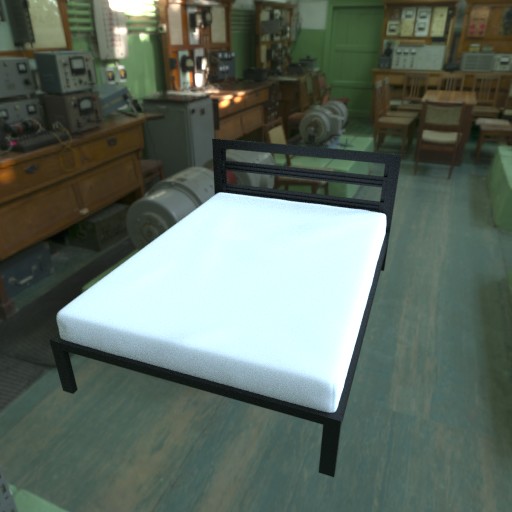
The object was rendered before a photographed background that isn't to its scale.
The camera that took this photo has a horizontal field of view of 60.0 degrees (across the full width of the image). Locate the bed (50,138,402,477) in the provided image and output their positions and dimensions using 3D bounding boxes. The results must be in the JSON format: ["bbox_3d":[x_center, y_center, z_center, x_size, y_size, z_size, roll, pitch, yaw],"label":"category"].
[{"bbox_3d":[0.000,0.000,2.867,1.524,0.967,2.062,10,29,18],"label":"bed"}]
